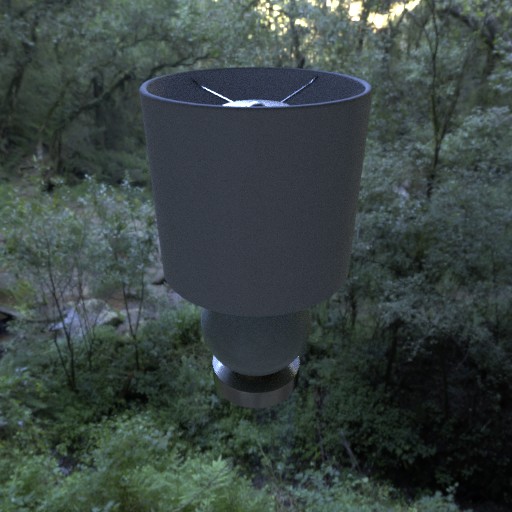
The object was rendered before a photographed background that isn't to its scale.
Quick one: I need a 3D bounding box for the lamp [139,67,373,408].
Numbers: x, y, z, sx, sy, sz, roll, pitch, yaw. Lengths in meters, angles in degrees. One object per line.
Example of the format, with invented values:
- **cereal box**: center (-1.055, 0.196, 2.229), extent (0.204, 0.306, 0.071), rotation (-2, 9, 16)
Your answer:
- **lamp**: center (0.000, 0.000, 0.478), extent (0.201, 0.353, 0.201), rotation (9, 32, 14)
